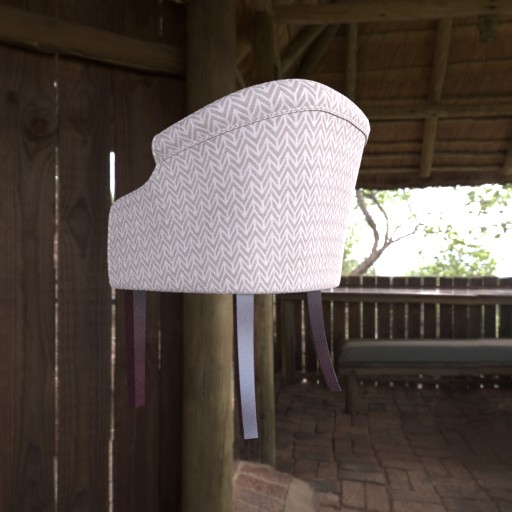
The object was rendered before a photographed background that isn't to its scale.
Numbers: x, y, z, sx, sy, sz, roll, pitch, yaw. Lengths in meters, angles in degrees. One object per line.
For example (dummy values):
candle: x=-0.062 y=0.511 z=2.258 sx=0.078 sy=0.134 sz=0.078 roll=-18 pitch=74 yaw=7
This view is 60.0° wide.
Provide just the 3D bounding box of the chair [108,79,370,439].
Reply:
chair: x=0.000 y=0.000 z=1.323 sx=0.613 sy=0.858 sz=0.686 roll=0 pitch=0 yaw=36
